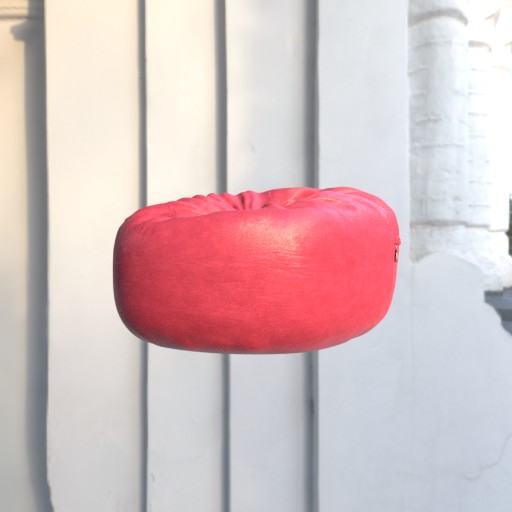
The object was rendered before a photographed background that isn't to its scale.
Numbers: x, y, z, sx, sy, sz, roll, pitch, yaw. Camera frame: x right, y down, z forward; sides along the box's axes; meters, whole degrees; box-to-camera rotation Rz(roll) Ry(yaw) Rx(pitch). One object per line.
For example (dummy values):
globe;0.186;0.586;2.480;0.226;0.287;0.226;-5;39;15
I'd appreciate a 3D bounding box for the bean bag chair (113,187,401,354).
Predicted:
bean bag chair;0.000;0.000;2.447;1.524;0.878;1.524;0;1;17
